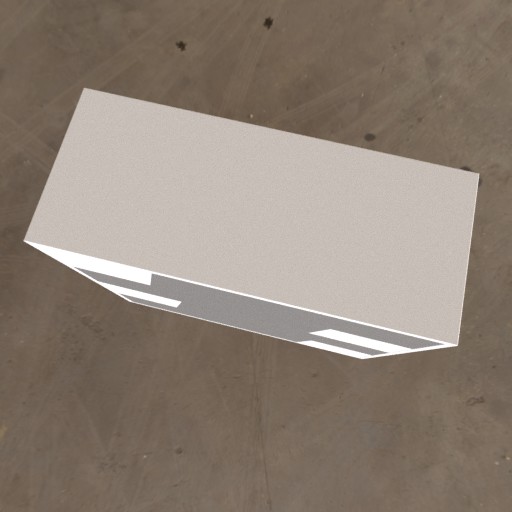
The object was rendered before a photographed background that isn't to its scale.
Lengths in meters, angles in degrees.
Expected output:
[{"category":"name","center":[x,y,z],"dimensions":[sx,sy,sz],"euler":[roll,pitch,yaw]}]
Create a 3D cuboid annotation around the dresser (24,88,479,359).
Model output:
[{"category":"dresser","center":[0.000,0.000,1.626],"dimensions":[1.100,1.000,0.460],"euler":[13,76,3]}]
